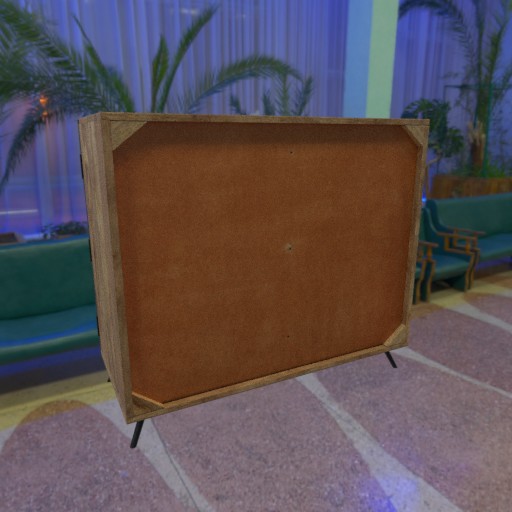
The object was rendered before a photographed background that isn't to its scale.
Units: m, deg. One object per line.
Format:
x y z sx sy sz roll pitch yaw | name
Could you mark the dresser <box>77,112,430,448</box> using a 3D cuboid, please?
0.000 0.000 1.435 0.967 0.847 0.446 -8 17 -26 | dresser
